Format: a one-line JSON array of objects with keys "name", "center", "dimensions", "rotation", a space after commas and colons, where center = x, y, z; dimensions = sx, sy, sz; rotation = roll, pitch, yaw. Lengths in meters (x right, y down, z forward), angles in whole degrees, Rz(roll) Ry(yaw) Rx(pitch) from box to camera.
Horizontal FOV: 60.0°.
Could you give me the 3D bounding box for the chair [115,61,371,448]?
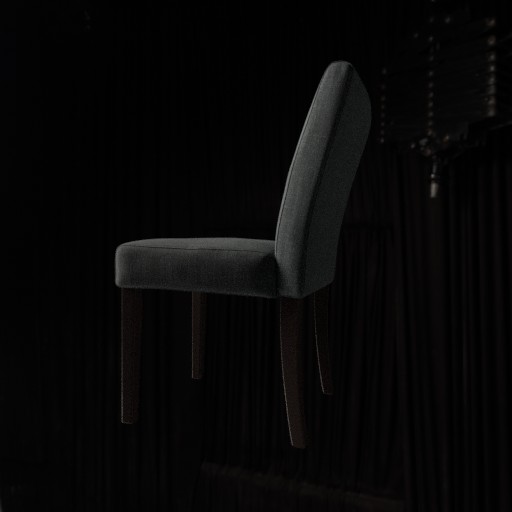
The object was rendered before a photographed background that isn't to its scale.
[{"name": "chair", "center": [0.000, 0.000, 1.274], "dimensions": [0.629, 0.884, 0.487], "rotation": [1, 2, 19]}]
